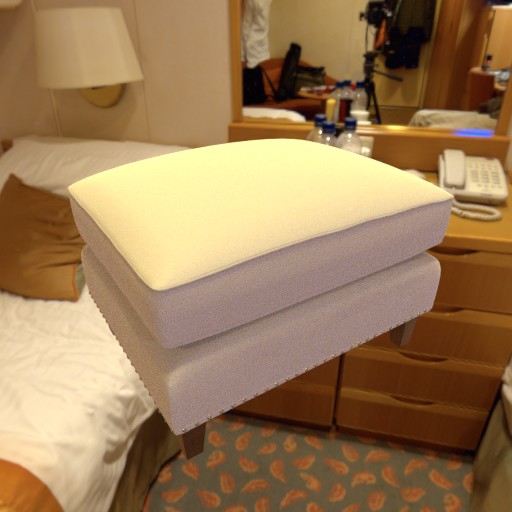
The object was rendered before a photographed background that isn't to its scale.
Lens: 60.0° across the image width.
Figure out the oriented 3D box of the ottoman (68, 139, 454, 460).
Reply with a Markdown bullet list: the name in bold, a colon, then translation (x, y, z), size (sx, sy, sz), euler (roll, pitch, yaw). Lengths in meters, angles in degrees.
- **ottoman**: translation (0.000, 0.000, 1.128), size (0.741, 0.513, 0.584), euler (-17, 33, -29)
